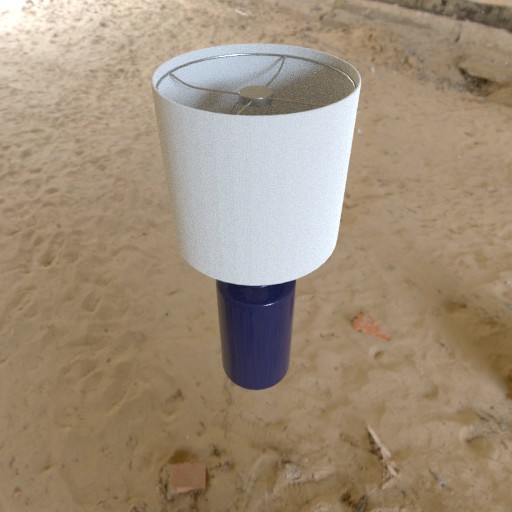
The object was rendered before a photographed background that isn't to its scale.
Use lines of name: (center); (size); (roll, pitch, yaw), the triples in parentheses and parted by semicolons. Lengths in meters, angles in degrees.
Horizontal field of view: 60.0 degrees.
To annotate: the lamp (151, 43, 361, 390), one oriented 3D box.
lamp: (0.000, 0.000, 0.614); (0.212, 0.493, 0.212); (14, 43, 15)
